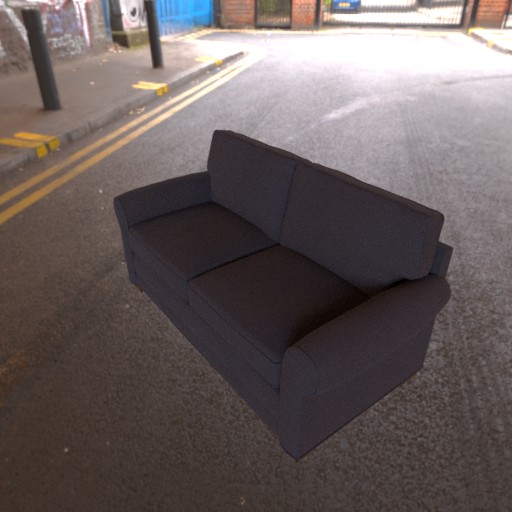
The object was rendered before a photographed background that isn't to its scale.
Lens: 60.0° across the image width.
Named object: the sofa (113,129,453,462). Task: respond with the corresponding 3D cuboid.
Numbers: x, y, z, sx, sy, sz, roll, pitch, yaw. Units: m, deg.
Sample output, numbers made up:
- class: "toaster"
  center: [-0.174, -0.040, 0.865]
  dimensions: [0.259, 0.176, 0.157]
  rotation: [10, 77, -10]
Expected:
- class: "sofa"
  center: [0.000, 0.000, 2.564]
  dimensions: [0.951, 1.031, 2.009]
  rotation: [-22, 37, -31]
